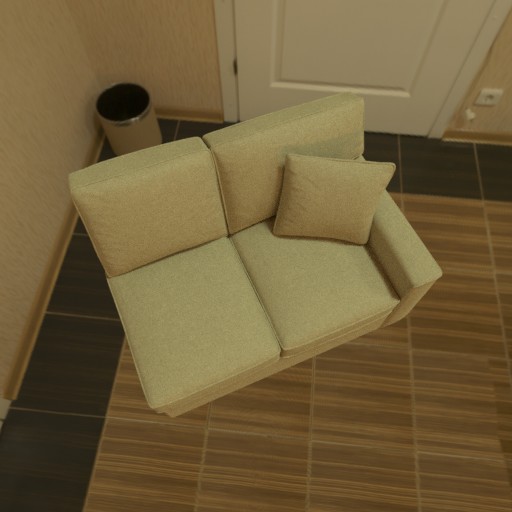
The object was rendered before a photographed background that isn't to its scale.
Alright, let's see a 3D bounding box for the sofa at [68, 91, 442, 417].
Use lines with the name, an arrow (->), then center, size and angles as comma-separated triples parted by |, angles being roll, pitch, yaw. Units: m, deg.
sofa -> 0.000, 0.000, 2.142 | 1.388, 0.989, 0.991 | -21, 65, -10
